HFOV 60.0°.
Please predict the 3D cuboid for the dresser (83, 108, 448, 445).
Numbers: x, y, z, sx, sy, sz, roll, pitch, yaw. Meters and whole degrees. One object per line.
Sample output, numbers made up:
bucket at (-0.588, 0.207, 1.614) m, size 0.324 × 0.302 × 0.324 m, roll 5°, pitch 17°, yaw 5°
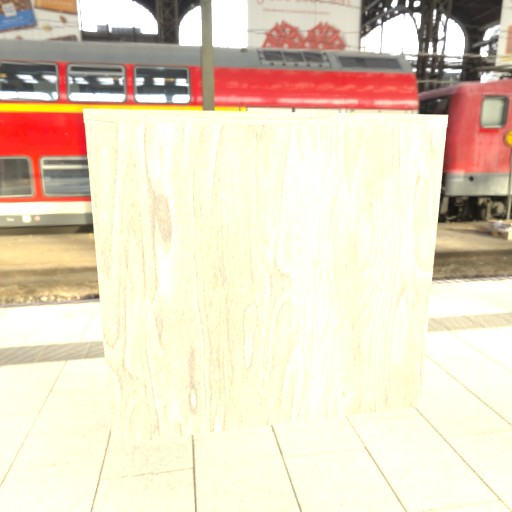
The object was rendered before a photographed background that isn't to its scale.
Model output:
dresser at (0.000, 0.000, 1.298) m, size 0.809 × 0.762 × 0.529 m, roll -3°, pitch 14°, yaw -11°
